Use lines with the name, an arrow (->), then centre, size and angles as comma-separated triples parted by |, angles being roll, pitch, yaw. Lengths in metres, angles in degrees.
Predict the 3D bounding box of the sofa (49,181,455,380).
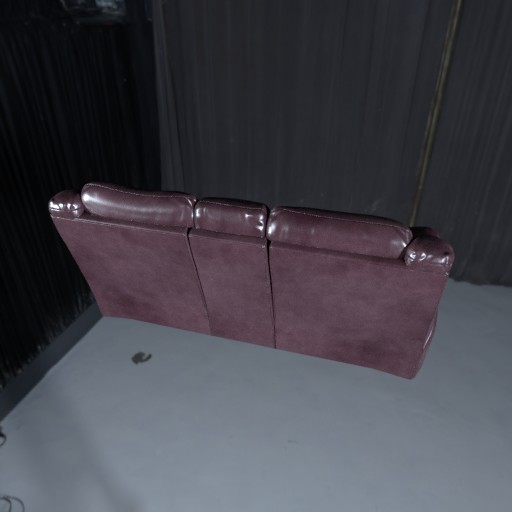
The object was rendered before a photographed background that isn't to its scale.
sofa -> 0.000, 0.000, 2.617 | 2.058, 1.043, 0.991 | 9, 32, 14
